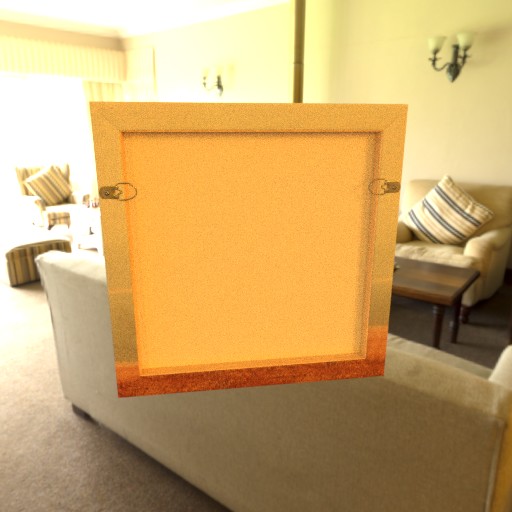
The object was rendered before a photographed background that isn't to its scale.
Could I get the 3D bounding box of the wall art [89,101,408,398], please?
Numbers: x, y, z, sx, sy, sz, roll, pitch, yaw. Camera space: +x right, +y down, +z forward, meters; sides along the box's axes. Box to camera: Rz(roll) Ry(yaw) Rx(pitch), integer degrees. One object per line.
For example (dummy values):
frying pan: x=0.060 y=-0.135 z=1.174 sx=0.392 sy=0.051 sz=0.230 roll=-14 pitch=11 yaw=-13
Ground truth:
wall art: x=0.000 y=0.000 z=0.926 sx=0.605 sy=0.605 sz=0.034 roll=-2 pitch=16 yaw=-8
